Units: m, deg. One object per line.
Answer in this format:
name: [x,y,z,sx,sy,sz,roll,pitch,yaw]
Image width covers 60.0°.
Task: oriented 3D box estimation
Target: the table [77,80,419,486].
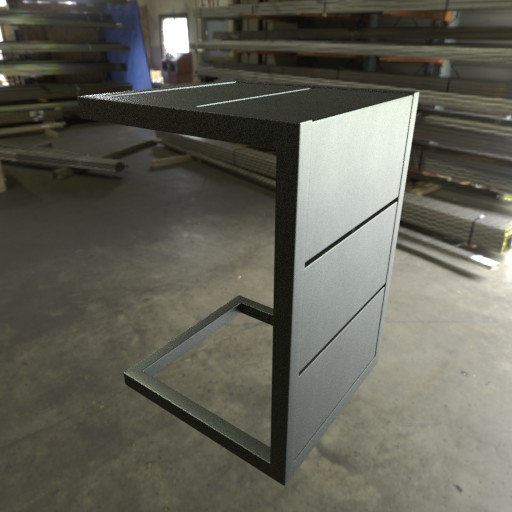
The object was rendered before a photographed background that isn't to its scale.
table: [0.000,0.000,0.882,0.420,0.609,0.405,18,31,32]
